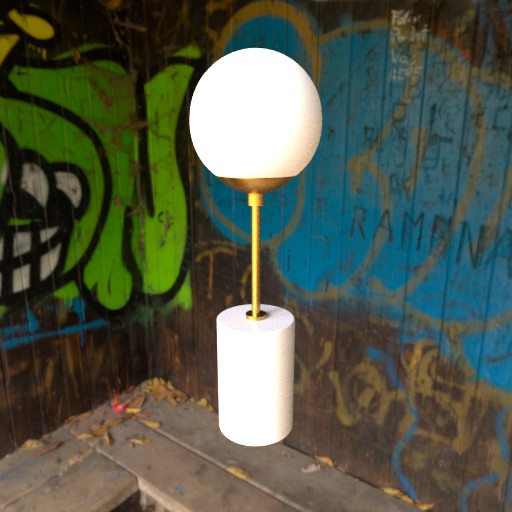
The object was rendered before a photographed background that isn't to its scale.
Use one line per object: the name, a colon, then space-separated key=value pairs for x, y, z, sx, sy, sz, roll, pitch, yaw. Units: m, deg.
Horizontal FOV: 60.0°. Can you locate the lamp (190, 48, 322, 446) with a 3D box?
lamp: x=0.000 y=0.000 z=0.559 sx=0.153 sy=0.480 sz=0.153 roll=0 pitch=14 yaw=0
